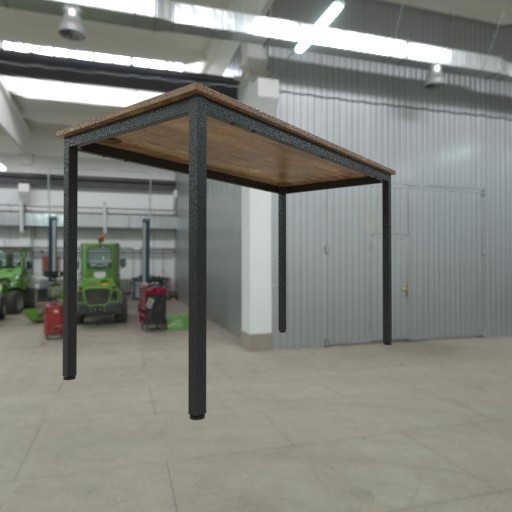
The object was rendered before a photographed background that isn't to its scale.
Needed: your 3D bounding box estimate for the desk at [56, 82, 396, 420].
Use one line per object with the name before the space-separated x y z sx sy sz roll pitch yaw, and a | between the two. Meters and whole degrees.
desk | 0.000 0.000 1.624 0.600 0.749 1.200 -1 -1 38
